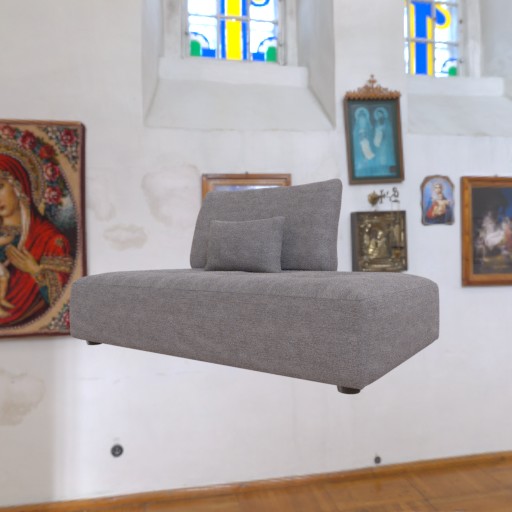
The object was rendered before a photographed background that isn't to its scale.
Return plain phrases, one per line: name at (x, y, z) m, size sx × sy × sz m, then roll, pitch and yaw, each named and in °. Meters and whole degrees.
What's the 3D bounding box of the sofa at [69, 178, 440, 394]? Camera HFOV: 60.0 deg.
sofa at (0.000, 0.000, 2.054) m, size 1.450 × 0.820 × 1.002 m, roll 0°, pitch 0°, yaw 35°
